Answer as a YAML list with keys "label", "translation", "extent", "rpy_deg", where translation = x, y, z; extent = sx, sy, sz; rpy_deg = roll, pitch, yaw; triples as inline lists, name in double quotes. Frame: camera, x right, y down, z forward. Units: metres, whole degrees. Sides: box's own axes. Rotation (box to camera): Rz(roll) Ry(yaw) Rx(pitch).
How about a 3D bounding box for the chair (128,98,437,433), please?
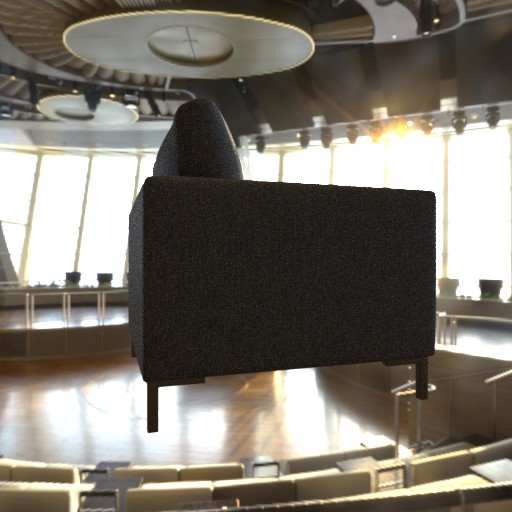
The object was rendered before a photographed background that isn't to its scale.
- label: "chair"
  translation: [0.000, 0.000, 1.622]
  extent: [0.866, 0.861, 0.963]
  rpy_deg: [0, 0, -18]
